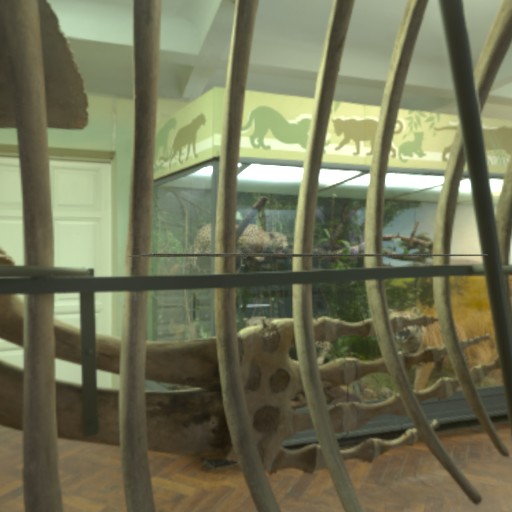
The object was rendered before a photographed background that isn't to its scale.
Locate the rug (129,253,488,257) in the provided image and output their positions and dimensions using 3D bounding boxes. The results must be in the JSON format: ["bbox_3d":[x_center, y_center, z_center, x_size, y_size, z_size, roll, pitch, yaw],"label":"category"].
[{"bbox_3d":[0.000,0.000,2.349,1.234,0.006,1.854,0,0,-18],"label":"rug"}]
